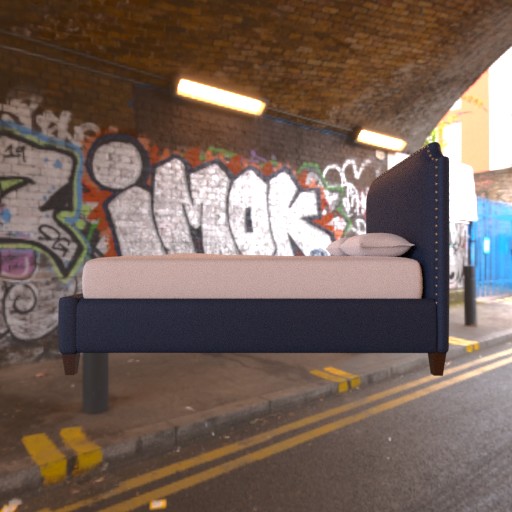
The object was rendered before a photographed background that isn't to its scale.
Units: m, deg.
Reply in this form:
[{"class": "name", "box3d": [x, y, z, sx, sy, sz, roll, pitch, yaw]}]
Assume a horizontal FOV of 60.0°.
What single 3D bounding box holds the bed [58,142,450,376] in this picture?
[{"class": "bed", "box3d": [0.000, 0.000, 3.486, 2.372, 1.443, 1.712, 0, 0, 0]}]
